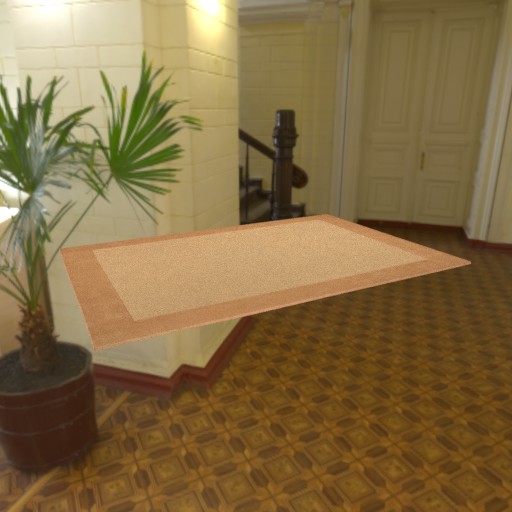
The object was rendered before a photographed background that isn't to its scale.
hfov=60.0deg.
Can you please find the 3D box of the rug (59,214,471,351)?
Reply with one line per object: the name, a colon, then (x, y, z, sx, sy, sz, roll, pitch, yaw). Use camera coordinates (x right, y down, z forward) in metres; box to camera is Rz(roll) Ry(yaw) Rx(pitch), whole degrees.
rug: (0.000, 0.000, 2.350, 1.829, 0.014, 1.219, -9, 21, -26)
